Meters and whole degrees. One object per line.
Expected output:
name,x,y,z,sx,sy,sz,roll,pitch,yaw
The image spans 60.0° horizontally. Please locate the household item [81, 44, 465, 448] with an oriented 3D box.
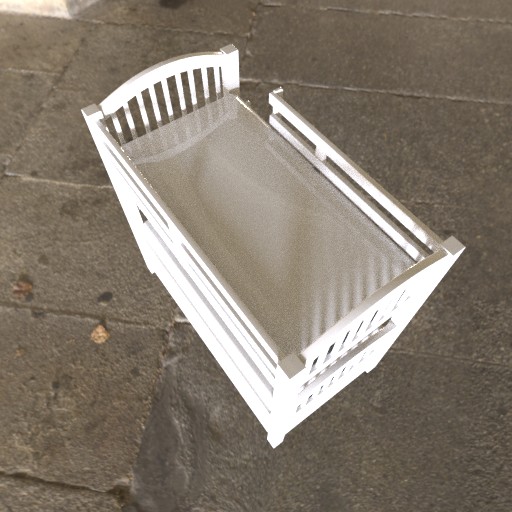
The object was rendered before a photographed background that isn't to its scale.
household item,0.000,0.000,3.221,1.143,2.032,2.032,-32,64,-18
